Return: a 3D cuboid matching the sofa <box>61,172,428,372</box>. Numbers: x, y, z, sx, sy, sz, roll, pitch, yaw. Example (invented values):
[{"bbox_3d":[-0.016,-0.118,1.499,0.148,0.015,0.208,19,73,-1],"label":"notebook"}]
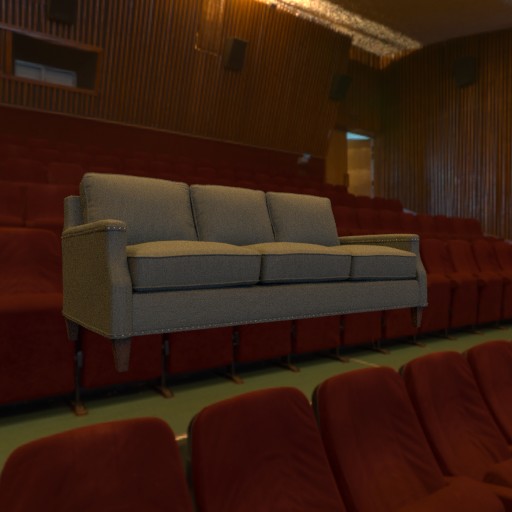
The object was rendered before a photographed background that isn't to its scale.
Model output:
[{"bbox_3d":[0.000,0.000,2.916,2.246,1.003,1.084,0,0,-35],"label":"sofa"}]
